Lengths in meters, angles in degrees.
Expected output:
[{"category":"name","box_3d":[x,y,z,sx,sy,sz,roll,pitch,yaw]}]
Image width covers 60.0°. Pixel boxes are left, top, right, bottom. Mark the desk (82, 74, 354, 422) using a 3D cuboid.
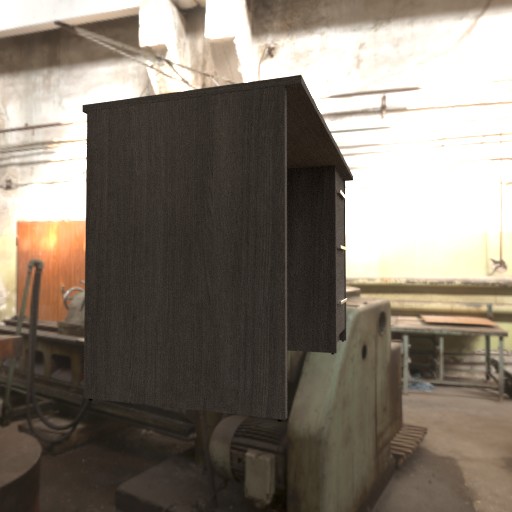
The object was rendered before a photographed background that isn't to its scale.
[{"category":"desk","box_3d":[0.000,0.000,1.537,0.560,0.735,1.097,-1,-2,18]}]
